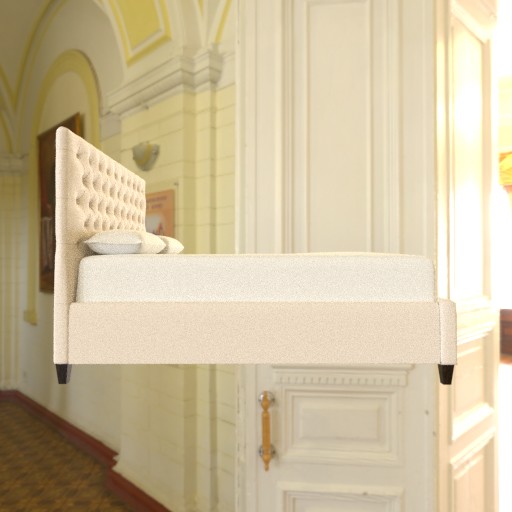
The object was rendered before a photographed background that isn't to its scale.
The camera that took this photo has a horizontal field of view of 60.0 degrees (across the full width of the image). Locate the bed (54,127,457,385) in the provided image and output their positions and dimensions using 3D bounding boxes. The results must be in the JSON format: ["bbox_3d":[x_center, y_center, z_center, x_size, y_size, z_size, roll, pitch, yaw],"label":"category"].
[{"bbox_3d":[0.000,0.000,3.266,2.233,1.426,1.696,0,0,0],"label":"bed"}]
